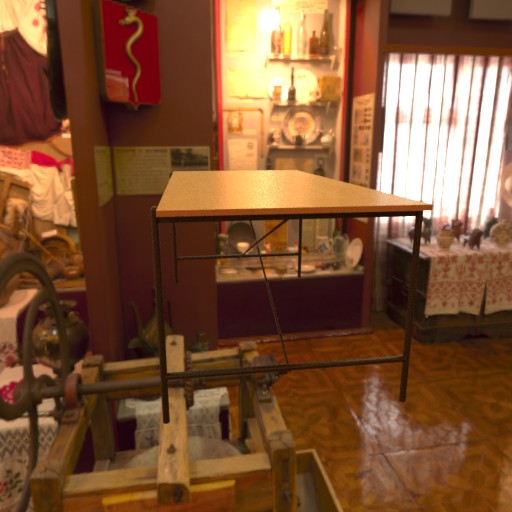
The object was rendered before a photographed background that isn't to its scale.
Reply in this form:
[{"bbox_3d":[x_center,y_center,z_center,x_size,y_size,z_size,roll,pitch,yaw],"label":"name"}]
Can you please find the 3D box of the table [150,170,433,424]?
[{"bbox_3d":[0.000,0.000,2.287,0.900,0.758,1.800,-2,15,-8],"label":"table"}]
